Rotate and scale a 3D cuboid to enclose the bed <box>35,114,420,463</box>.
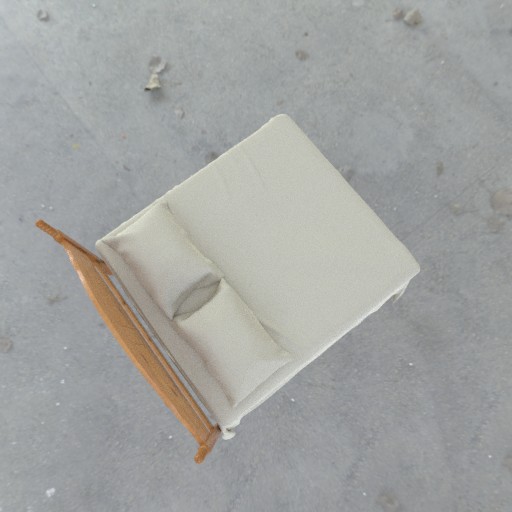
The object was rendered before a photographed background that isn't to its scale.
[{"bbox_3d":[0.000,0.000,3.216,2.040,1.356,1.873,-37,79,-9],"label":"bed"}]
